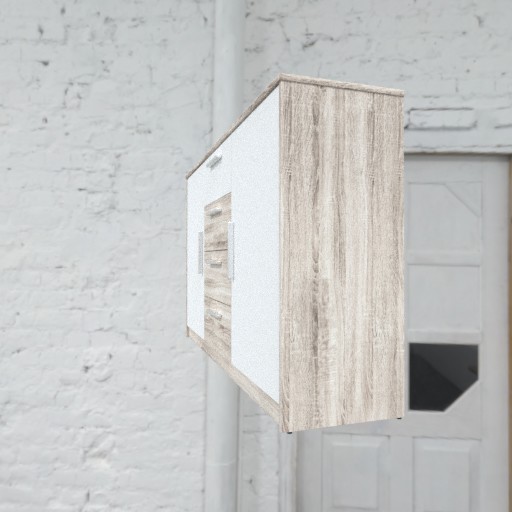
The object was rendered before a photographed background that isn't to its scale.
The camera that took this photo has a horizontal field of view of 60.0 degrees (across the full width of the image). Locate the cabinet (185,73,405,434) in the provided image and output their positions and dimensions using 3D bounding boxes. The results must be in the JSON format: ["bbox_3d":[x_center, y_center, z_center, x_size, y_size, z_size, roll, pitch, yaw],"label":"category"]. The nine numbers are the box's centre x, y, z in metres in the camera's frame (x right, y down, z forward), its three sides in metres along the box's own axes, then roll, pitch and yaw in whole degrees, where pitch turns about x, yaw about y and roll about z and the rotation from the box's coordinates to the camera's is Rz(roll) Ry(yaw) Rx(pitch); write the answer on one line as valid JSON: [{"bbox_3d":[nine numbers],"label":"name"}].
[{"bbox_3d":[0.000,0.000,1.841,0.380,0.900,1.450,0,0,-18],"label":"cabinet"}]
